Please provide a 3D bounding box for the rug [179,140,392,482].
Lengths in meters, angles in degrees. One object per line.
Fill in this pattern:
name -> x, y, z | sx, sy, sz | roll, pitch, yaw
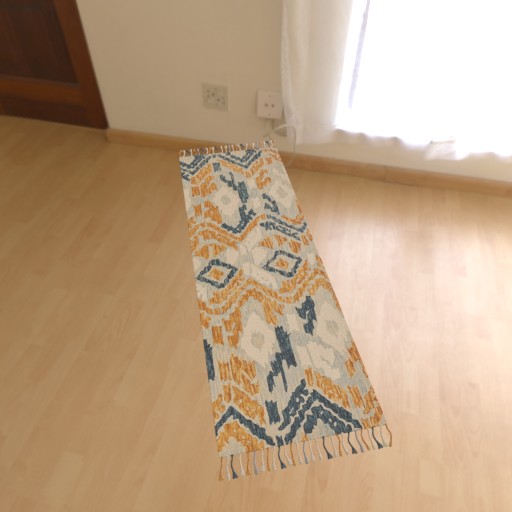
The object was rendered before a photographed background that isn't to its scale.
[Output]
rug -> 0.000, 0.000, 2.679 | 0.783, 0.010, 2.437 | -8, 47, -8
